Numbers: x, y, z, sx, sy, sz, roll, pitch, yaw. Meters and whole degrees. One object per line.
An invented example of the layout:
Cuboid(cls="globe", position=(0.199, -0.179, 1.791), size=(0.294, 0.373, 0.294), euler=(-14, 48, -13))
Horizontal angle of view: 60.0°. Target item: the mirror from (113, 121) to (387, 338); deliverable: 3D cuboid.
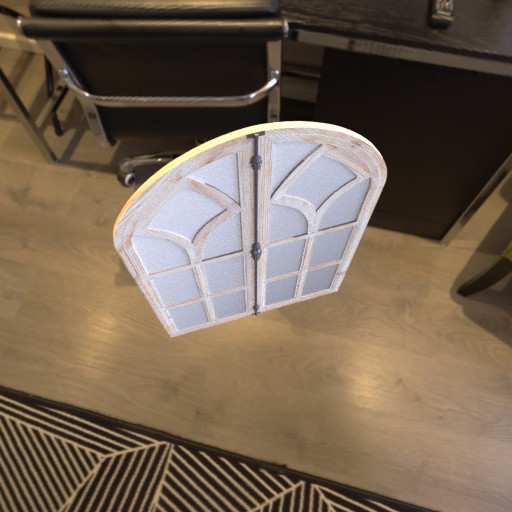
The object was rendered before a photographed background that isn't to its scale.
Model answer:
Cuboid(cls="mirror", position=(0.000, 0.000, 1.139), size=(0.609, 0.915, 0.032), euler=(-15, 65, -7))
